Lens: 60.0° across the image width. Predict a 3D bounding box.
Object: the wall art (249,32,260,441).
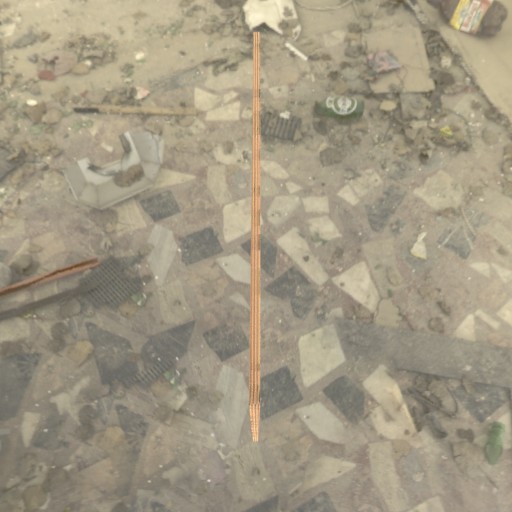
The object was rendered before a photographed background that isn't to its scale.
[{"bbox_3d":[0.000,0.000,0.697,0.010,0.408,0.508,0,63,0],"label":"wall art"}]
